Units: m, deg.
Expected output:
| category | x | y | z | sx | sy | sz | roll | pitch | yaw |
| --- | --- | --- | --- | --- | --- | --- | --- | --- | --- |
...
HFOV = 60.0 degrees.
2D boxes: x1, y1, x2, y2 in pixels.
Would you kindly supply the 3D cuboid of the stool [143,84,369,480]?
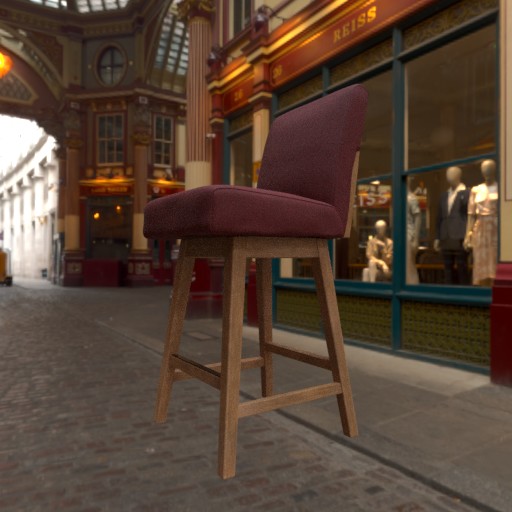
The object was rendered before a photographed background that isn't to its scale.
| category | x | y | z | sx | sy | sz | roll | pitch | yaw |
| --- | --- | --- | --- | --- | --- | --- | --- | --- | --- |
| stool | 0.000 | 0.000 | 1.344 | 0.562 | 1.038 | 0.468 | 0 | 0 | -34 |
